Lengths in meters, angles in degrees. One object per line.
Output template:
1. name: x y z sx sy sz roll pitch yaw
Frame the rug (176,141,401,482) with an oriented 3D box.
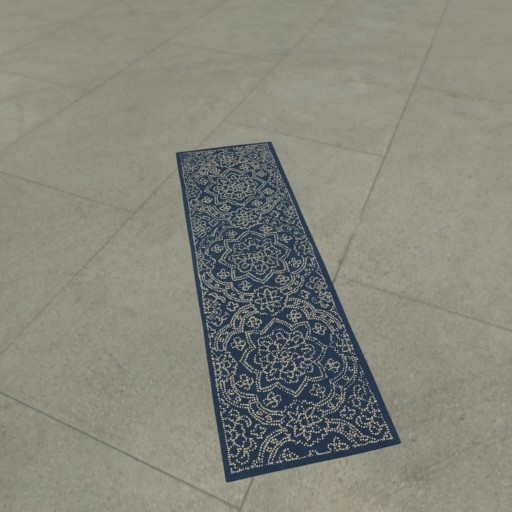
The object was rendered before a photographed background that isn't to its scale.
1. rug: 0.000 0.000 2.678 0.769 0.012 2.448 -9 47 -8
